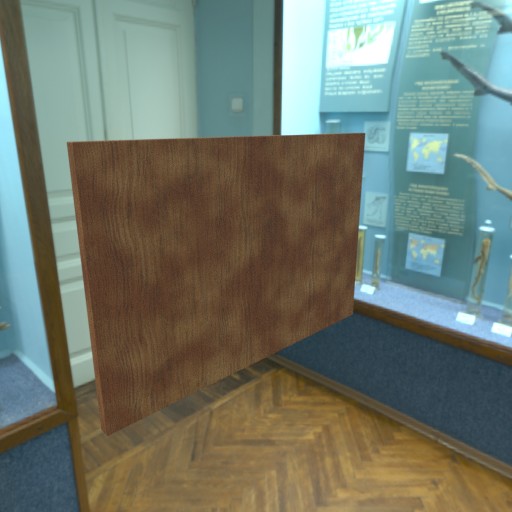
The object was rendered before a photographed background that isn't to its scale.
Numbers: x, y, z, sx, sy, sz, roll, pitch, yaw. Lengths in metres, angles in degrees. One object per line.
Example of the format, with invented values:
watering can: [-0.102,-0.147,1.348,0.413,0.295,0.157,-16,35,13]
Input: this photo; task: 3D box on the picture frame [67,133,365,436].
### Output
picture frame: [0.000,0.000,1.226,0.950,0.640,0.029,-15,23,-41]
